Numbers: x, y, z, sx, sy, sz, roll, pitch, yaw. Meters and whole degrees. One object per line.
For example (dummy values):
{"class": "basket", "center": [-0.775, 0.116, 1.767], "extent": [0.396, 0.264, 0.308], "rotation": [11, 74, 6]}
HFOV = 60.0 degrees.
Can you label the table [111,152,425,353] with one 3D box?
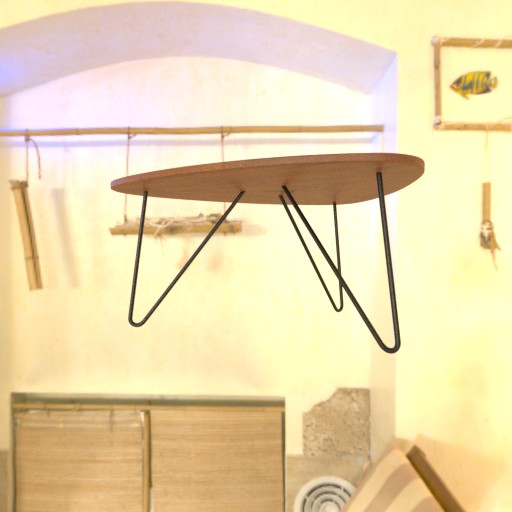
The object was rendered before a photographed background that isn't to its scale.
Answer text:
{"class": "table", "center": [0.000, 0.000, 1.277], "extent": [0.821, 0.413, 0.833], "rotation": [0, 1, 1]}
